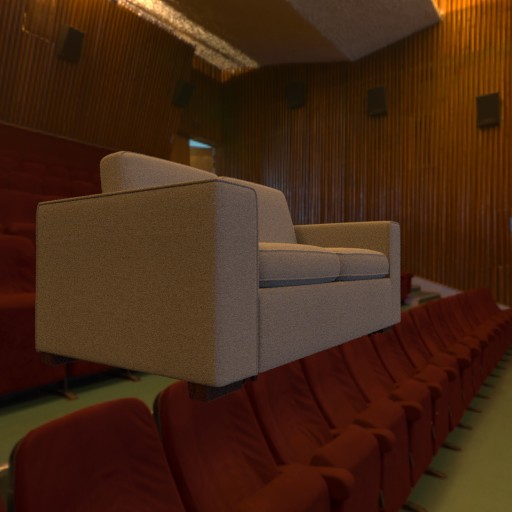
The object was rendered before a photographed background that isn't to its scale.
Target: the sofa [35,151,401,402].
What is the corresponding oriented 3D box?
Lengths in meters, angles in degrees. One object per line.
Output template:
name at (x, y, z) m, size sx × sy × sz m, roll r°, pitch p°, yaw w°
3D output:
sofa at (0.000, 0.000, 2.326) m, size 1.007 × 0.924 × 1.812 m, roll -1°, pitch -1°, yaw 35°
